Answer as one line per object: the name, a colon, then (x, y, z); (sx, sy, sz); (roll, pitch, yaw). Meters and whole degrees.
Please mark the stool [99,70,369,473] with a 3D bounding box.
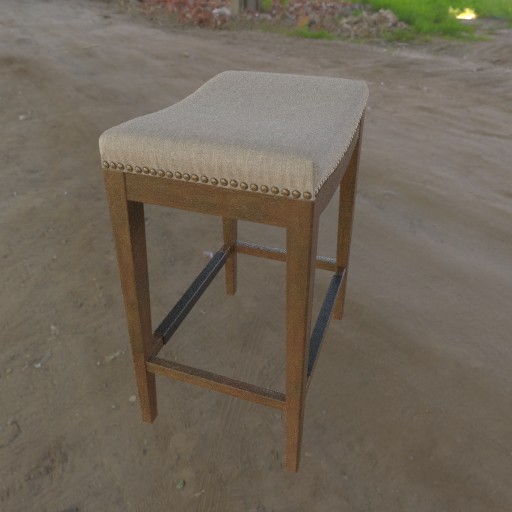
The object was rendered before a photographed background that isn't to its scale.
stool: (0.000, 0.000, 0.956); (0.356, 0.660, 0.508); (11, 35, 16)
